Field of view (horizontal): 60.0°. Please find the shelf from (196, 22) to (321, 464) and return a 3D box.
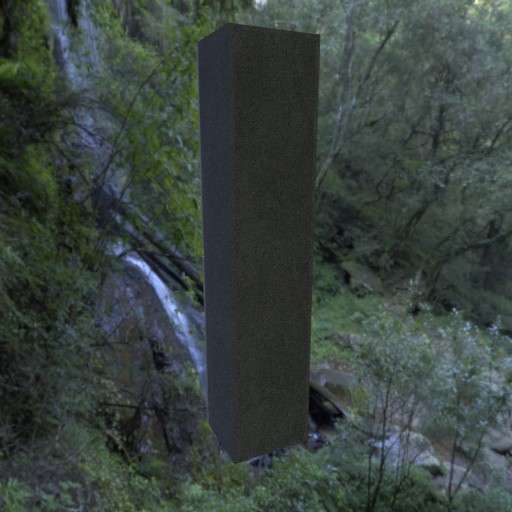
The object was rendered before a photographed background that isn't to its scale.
[{"bbox_3d":[0.000,0.000,1.555,0.300,1.400,0.270,-7,15,-25],"label":"shelf"}]
